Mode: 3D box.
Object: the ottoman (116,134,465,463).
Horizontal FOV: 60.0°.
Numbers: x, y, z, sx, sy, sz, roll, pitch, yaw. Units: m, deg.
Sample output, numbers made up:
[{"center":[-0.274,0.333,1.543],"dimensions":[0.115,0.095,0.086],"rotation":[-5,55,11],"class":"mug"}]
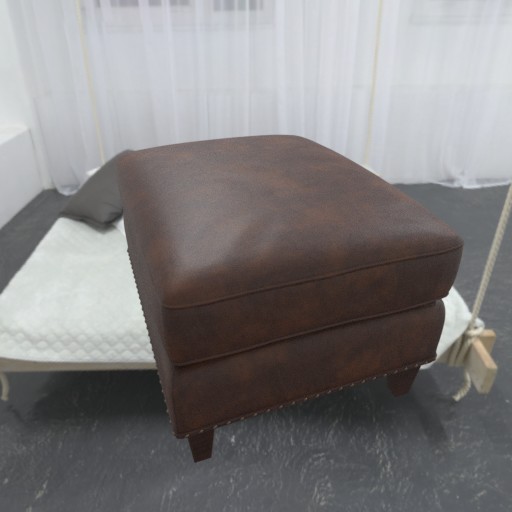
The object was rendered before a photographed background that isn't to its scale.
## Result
[{"center":[0.000,0.000,1.110],"dimensions":[0.586,0.486,0.742],"rotation":[-11,32,-18],"class":"ottoman"}]
